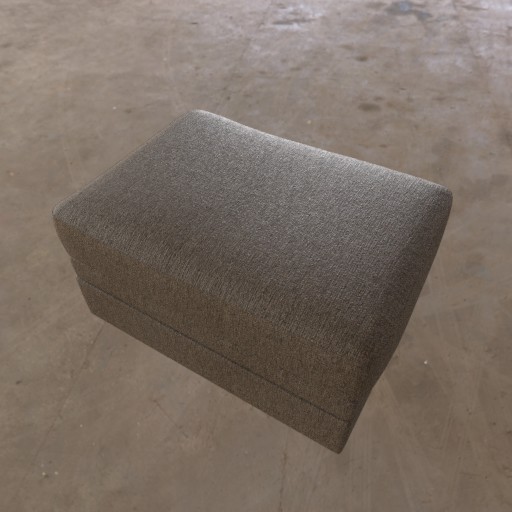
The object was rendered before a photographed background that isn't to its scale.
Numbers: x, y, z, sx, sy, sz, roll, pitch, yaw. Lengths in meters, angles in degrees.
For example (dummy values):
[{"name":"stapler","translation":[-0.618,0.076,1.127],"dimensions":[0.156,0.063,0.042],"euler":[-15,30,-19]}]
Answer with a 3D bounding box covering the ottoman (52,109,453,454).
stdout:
[{"name":"ottoman","translation":[0.000,0.000,1.259],"dimensions":[0.885,0.478,0.637],"euler":[23,51,21]}]
